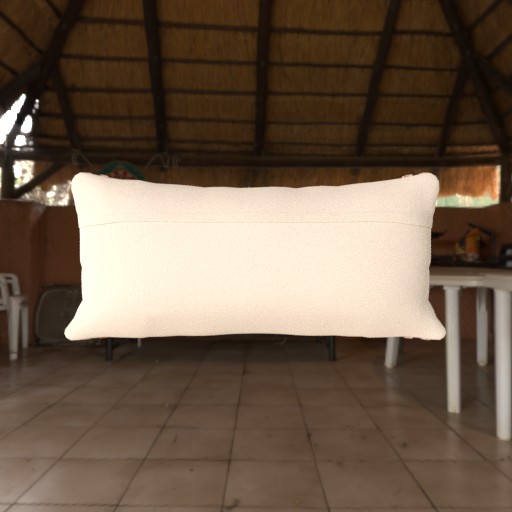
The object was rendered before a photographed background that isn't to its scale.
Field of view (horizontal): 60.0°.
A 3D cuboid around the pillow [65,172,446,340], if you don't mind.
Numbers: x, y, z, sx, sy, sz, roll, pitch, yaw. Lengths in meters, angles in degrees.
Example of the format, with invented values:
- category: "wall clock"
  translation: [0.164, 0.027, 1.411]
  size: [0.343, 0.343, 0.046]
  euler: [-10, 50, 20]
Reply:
- category: "pillow"
  translation: [0.000, 0.000, 0.737]
  size: [0.635, 0.282, 0.139]
  euler: [0, -1, 0]
